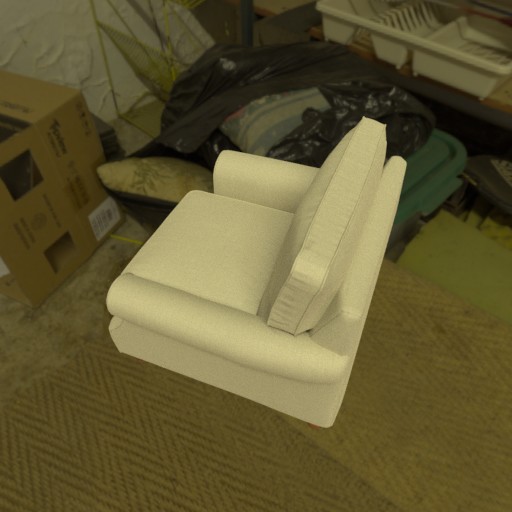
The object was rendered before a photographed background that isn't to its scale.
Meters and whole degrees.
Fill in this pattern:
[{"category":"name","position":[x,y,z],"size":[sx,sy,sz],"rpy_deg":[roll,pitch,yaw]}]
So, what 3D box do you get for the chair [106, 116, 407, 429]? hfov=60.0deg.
[{"category":"chair","position":[0.000,0.000,1.804],"size":[0.966,0.967,1.029],"rpy_deg":[16,48,15]}]
